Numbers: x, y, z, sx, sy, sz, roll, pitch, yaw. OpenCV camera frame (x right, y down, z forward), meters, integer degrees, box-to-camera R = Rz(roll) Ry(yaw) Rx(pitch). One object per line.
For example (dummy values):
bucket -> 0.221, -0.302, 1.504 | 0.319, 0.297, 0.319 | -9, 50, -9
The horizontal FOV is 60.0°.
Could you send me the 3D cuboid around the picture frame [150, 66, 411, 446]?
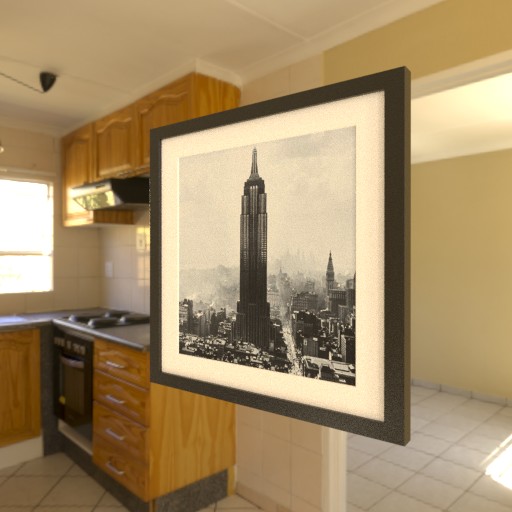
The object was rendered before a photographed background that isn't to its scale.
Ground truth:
picture frame -> 0.000, 0.000, 0.824 | 0.559, 0.557, 0.029 | 0, 0, 36
